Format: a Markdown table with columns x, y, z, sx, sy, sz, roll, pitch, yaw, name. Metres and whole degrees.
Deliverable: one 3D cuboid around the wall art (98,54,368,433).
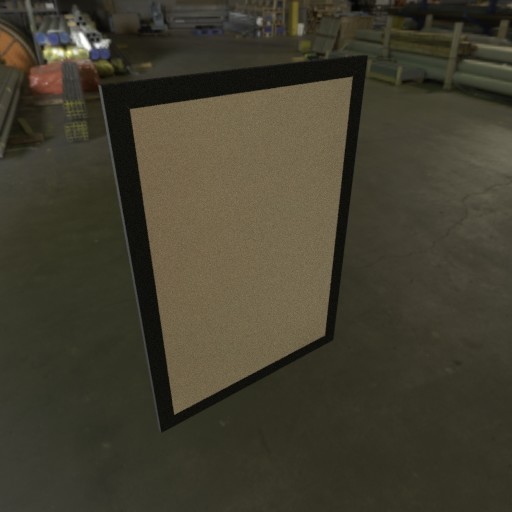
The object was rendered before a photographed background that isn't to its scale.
| x | y | z | sx | sy | sz | roll | pitch | yaw | name |
| --- | --- | --- | --- | --- | --- | --- | --- | --- | --- |
| 0.000 | 0.000 | 0.670 | 0.379 | 0.530 | 0.008 | -20 | 37 | -29 | wall art |
